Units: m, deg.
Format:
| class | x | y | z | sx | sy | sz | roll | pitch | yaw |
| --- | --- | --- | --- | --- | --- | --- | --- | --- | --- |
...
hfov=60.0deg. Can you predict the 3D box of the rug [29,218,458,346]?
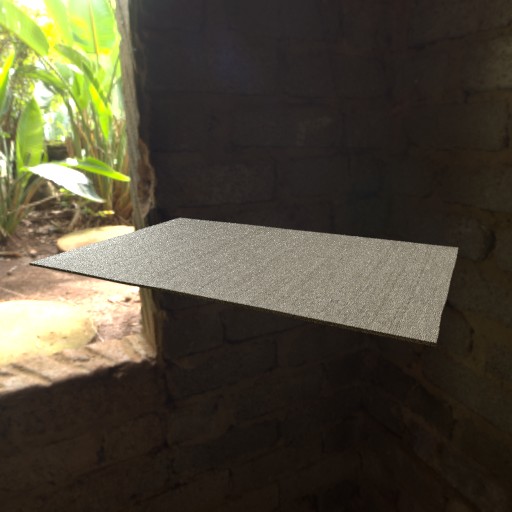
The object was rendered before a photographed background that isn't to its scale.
| class | x | y | z | sx | sy | sz | roll | pitch | yaw |
| --- | --- | --- | --- | --- | --- | --- | --- | --- | --- |
| rug | 0.000 | 0.000 | 2.826 | 2.297 | 0.018 | 1.532 | 8 | 18 | 25 |
